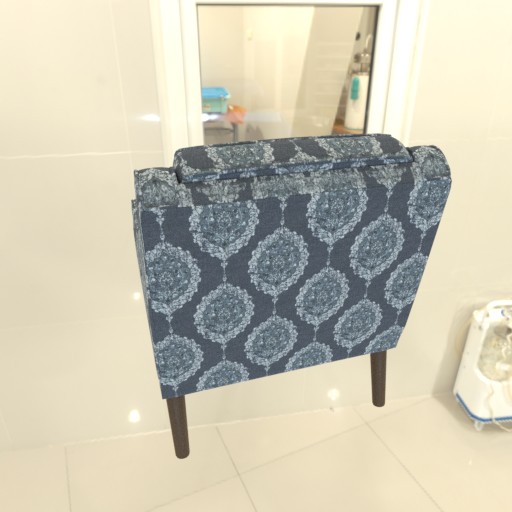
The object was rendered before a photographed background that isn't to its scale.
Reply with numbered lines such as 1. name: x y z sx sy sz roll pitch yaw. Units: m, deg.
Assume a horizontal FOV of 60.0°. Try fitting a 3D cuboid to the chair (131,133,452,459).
1. chair: 0.000 0.000 1.302 0.663 0.792 0.743 -8 28 -16
